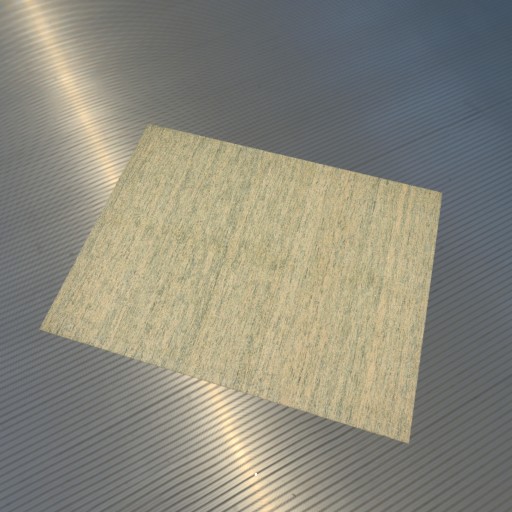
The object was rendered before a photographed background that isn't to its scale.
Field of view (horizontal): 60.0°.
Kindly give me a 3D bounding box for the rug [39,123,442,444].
[{"bbox_3d":[0.000,0.000,4.157,3.201,0.014,2.437,15,65,7],"label":"rug"}]
